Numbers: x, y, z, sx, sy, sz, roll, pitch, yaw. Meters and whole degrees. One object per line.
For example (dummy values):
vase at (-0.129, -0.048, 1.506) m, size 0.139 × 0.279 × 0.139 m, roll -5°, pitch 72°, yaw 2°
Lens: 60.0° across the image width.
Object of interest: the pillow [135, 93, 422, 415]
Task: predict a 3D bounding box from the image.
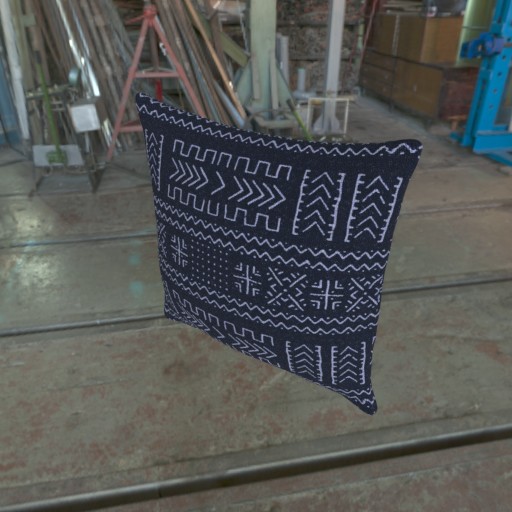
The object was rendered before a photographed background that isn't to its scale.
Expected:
pillow at (0.000, 0.000, 0.672) m, size 0.438 × 0.430 × 0.164 m, roll 19°, pitch 36°, yaw 29°
